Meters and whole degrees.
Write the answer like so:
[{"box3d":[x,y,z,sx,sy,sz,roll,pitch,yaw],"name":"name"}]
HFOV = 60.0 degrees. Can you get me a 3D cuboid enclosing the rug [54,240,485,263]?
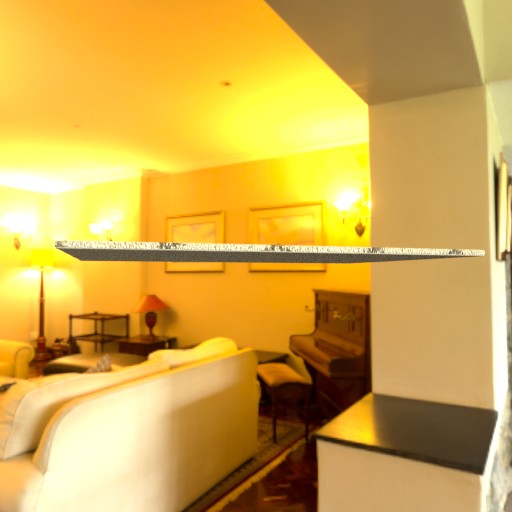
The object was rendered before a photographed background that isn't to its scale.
[{"box3d":[0.000,0.000,2.293,1.778,0.030,1.219,1,-3,-18],"name":"rug"}]
